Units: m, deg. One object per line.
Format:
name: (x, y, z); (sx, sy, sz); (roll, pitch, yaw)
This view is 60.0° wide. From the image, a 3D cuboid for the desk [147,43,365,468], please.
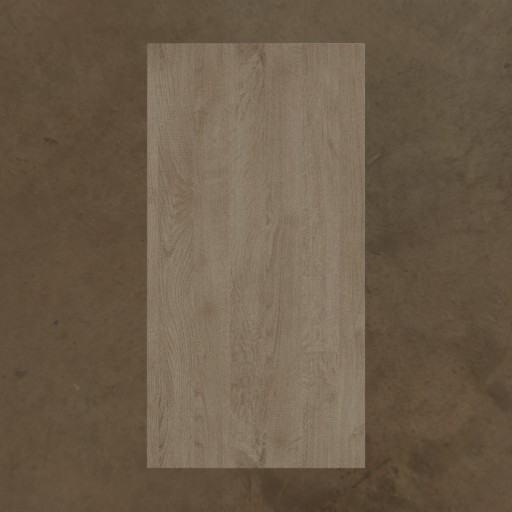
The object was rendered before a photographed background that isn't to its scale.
desk: (0.000, 0.000, 1.506); (0.560, 0.730, 1.096); (0, 90, 0)
